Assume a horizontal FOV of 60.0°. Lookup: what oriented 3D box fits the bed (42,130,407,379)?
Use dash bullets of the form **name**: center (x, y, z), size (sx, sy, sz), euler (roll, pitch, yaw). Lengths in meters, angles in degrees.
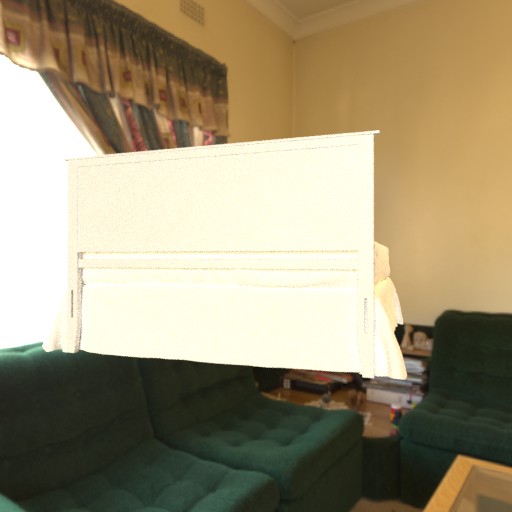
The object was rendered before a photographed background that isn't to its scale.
- **bed**: center (0.000, 0.000, 3.601), size (2.317, 1.273, 2.215), euler (0, 0, 19)
